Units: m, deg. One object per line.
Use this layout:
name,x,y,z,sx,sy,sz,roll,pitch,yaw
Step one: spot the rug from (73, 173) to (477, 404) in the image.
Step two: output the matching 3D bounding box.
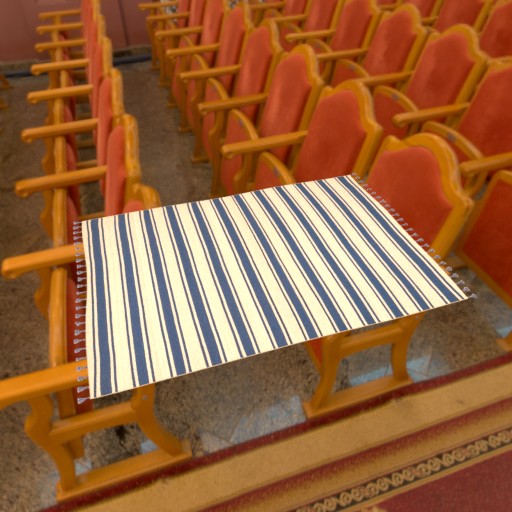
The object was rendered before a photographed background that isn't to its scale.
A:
rug,0.000,0.000,2.940,2.315,0.010,1.544,-12,42,-14
